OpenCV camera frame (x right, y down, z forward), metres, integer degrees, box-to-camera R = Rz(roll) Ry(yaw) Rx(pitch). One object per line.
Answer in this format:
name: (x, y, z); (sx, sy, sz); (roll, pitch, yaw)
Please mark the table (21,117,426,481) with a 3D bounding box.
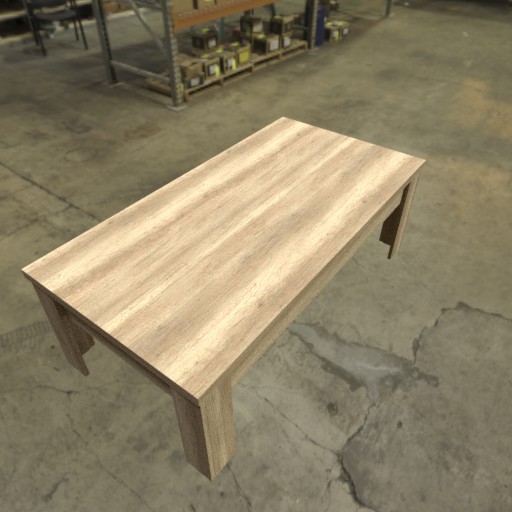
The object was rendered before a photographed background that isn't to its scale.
table: (0.000, 0.000, 1.692); (0.700, 0.460, 1.350); (26, 47, 27)
